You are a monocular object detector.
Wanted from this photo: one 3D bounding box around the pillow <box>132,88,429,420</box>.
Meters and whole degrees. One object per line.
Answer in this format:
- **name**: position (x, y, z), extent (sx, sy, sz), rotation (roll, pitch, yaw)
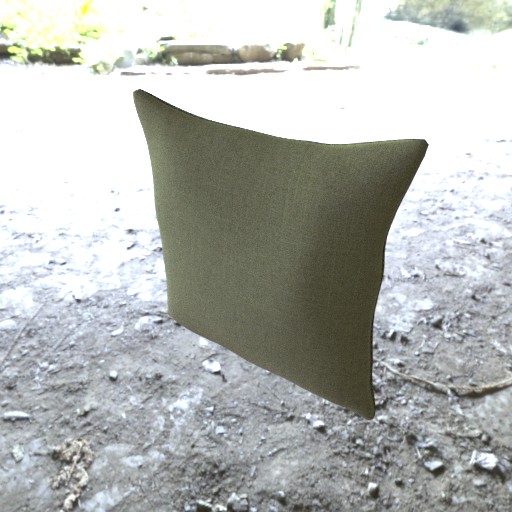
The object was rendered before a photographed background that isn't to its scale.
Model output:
- **pillow**: position (0.000, 0.000, 0.664), extent (0.435, 0.432, 0.138), rotation (21, 38, 29)
